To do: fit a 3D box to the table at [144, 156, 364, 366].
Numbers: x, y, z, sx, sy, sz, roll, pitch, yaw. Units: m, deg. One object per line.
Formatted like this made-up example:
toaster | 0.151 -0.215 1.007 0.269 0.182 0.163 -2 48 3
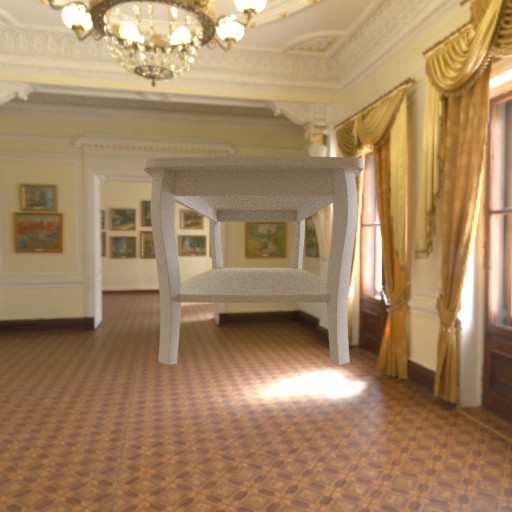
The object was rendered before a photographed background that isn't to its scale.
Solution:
table | 0.000 0.000 1.645 0.561 0.474 1.334 0 1 1
